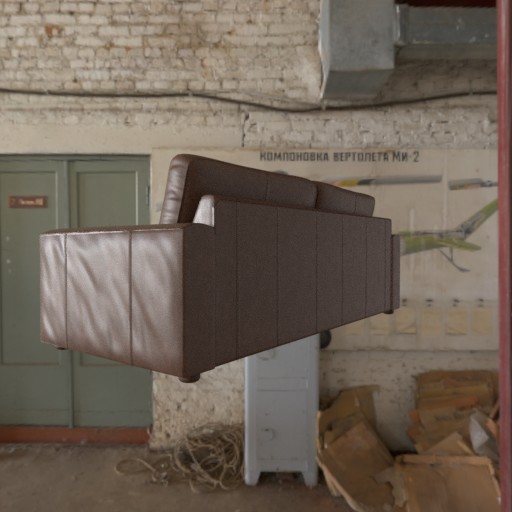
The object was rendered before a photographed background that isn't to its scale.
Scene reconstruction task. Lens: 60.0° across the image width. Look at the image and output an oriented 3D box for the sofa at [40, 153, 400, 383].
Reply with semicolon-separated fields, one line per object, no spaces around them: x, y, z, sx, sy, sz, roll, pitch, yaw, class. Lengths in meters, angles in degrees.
0.000;0.000;2.678;1.016;0.873;2.179;1;2;37;sofa
